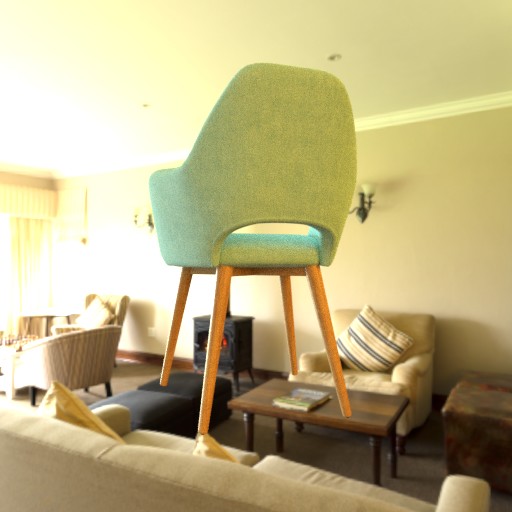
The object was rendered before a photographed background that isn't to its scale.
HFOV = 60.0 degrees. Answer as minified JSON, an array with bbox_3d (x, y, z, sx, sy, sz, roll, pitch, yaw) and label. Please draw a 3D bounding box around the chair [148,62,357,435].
[{"bbox_3d":[0.000,0.000,1.256,0.590,0.840,0.610,0,-1,-18],"label":"chair"}]
